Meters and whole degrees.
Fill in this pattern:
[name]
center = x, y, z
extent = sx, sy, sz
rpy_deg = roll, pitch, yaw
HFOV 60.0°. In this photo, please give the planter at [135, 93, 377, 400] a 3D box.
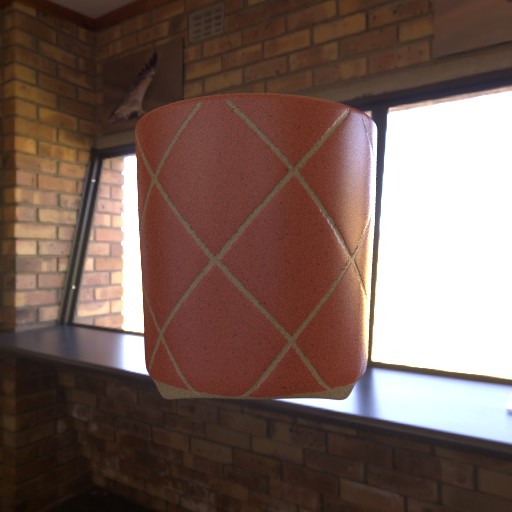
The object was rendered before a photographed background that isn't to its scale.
[planter]
center = 0.000, 0.000, 0.431
extent = 0.227, 0.235, 0.227
rpy_deg = 0, 0, 0
